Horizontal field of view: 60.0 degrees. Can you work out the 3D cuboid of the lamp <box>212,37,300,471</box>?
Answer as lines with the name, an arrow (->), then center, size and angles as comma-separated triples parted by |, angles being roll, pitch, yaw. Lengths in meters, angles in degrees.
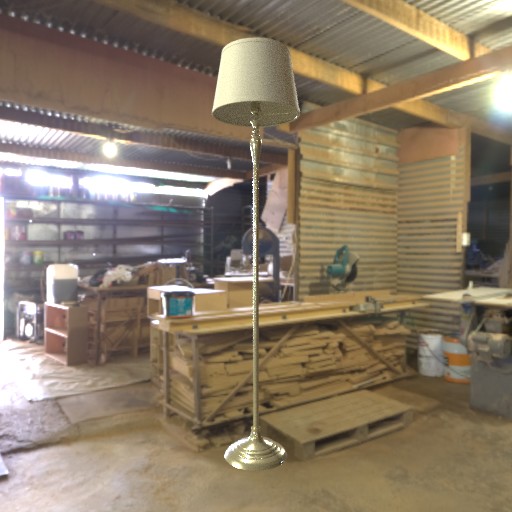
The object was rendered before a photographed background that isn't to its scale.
lamp -> 0.000, 0.000, 1.663 | 0.327, 1.506, 0.327 | -1, 1, -36
